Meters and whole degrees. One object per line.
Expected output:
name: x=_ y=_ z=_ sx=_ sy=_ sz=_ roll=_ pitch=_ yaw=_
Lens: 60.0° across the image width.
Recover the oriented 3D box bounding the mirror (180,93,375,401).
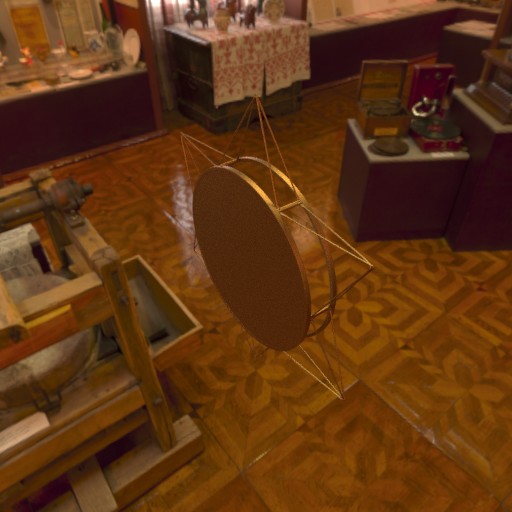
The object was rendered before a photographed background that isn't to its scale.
mirror: x=0.000 y=0.000 z=0.798 sx=0.062 sy=0.581 sz=0.498 roll=-25 pitch=45 yaw=-27
